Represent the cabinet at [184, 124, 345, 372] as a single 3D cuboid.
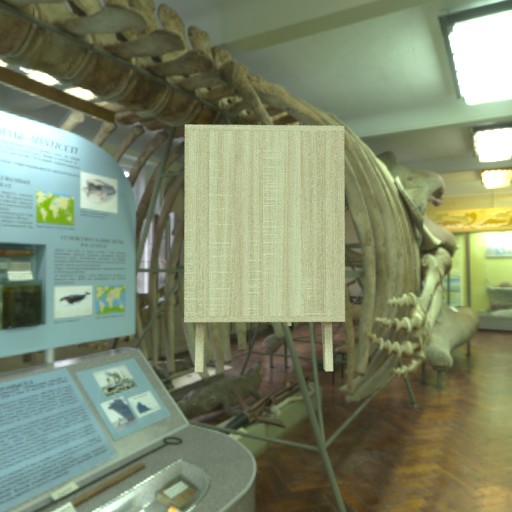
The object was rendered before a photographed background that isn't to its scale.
[{"bbox_3d":[0.000,0.000,2.479,0.500,0.780,2.200,0,-1,-1],"label":"cabinet"}]
